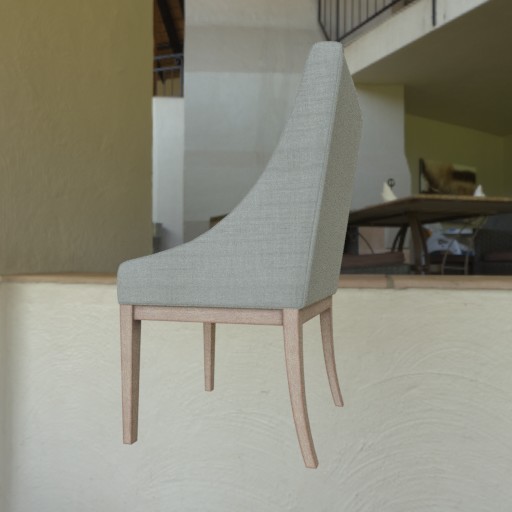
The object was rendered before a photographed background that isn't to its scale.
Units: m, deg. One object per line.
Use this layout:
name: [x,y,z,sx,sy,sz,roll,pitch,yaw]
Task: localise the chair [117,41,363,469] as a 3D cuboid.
chair: [0.000,0.000,1.375,0.611,1.021,0.575,0,-1,19]
